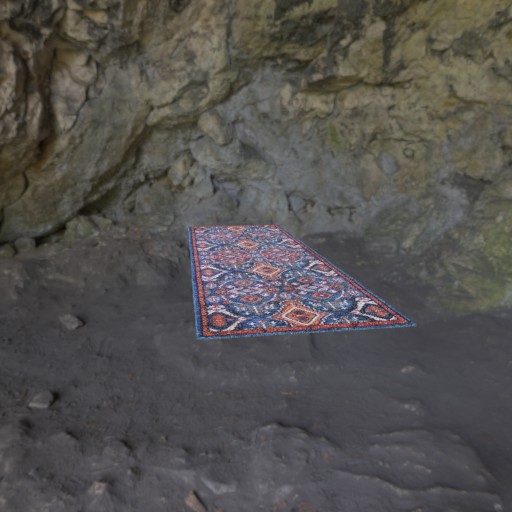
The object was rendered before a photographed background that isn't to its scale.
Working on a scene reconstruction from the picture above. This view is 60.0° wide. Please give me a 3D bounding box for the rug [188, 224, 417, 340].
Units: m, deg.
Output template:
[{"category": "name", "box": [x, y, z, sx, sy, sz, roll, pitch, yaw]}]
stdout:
[{"category": "rug", "box": [0.000, 0.000, 2.727, 0.801, 0.010, 2.459, -2, 13, -9]}]
